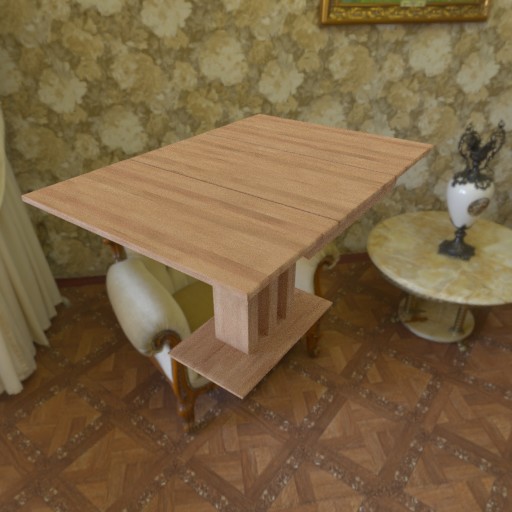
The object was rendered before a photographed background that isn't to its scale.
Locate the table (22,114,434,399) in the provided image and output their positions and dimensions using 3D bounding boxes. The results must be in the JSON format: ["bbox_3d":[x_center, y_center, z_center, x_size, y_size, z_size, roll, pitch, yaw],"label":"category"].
[{"bbox_3d":[0.000,0.000,1.830,0.900,0.770,1.300,21,37,30],"label":"table"}]
